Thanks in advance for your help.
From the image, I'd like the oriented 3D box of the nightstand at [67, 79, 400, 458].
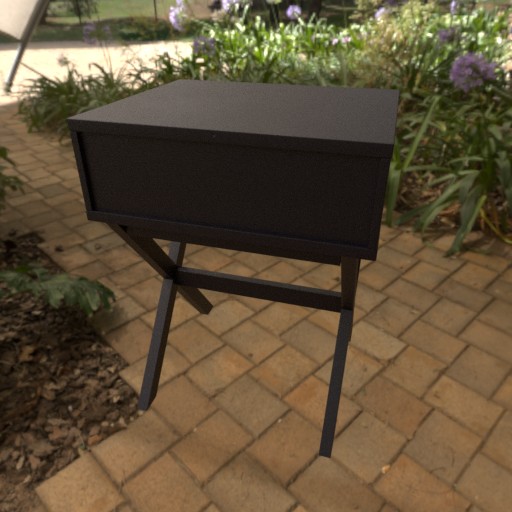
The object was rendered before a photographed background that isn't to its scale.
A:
[{"bbox_3d":[0.000,0.000,0.932,0.479,0.623,0.402,8,31,14],"label":"nightstand"}]
